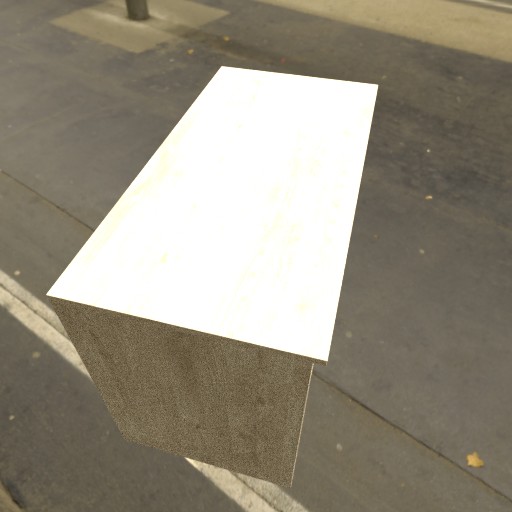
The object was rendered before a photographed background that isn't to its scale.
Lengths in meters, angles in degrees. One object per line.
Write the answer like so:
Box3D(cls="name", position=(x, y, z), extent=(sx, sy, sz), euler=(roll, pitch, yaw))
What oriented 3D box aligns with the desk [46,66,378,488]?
Box3D(cls="desk", position=(0.000, 0.000, 1.455), extent=(0.560, 0.730, 1.100), euler=(11, 47, 11))
